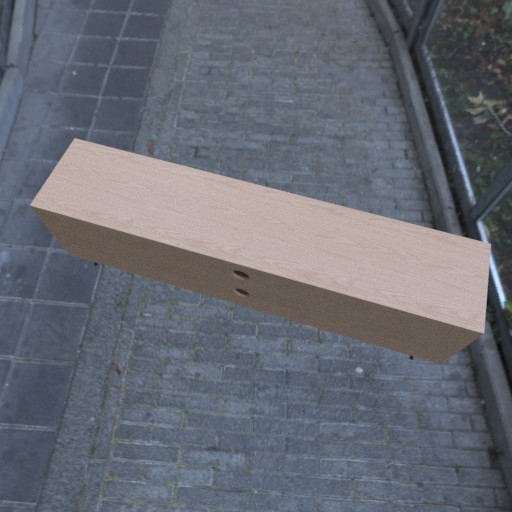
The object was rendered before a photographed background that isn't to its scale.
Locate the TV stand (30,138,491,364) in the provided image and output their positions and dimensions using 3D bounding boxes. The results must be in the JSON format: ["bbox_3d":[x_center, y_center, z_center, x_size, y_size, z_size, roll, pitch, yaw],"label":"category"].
[{"bbox_3d":[0.000,0.000,1.984,1.760,0.580,0.400,16,63,8],"label":"TV stand"}]
